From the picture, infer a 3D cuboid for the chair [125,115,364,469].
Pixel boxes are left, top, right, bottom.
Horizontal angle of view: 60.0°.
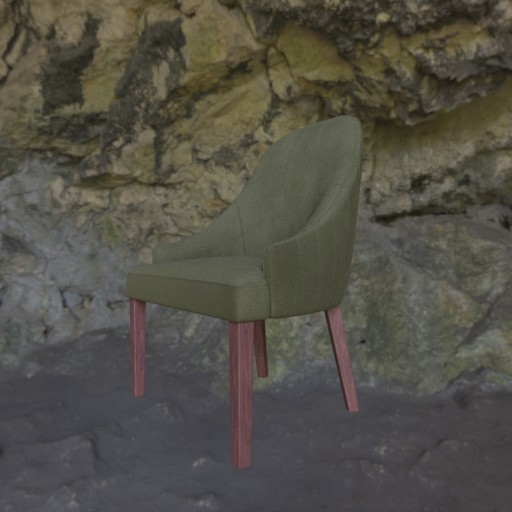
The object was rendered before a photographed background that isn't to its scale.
[{"bbox_3d":[0.000,0.000,1.329,0.575,0.889,0.643,-1,1,-37],"label":"chair"}]
